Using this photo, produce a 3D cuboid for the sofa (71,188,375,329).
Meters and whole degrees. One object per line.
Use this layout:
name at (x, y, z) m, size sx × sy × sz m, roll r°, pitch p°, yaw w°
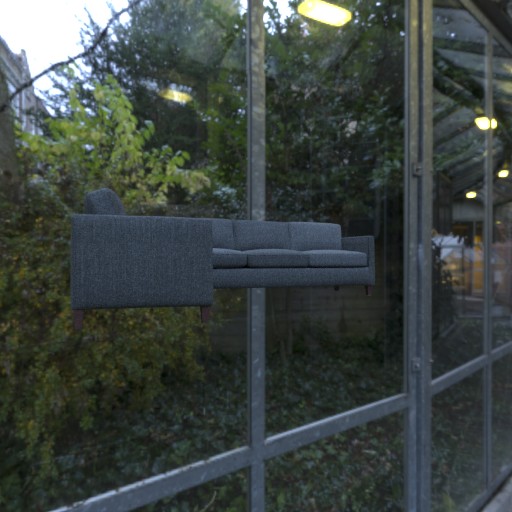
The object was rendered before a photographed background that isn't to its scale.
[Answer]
sofa at (0.000, 0.000, 4.500) m, size 3.302 × 0.947 × 2.593 m, roll 0°, pitch 0°, yaw -18°
